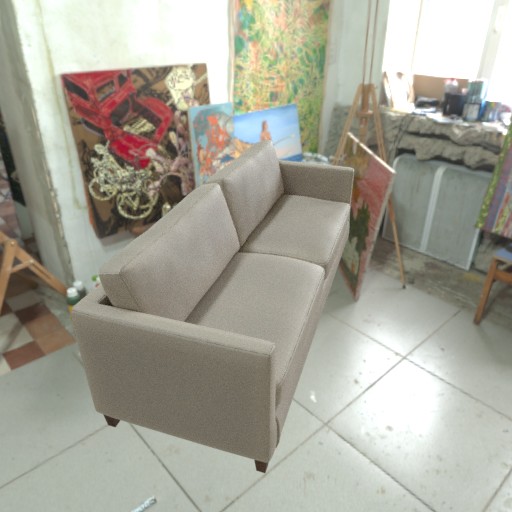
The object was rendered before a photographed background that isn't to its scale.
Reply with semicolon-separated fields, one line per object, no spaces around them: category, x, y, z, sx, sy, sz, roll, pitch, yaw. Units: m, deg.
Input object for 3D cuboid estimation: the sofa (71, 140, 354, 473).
sofa;0.000;0.000;2.878;0.951;0.968;2.361;9;31;16
